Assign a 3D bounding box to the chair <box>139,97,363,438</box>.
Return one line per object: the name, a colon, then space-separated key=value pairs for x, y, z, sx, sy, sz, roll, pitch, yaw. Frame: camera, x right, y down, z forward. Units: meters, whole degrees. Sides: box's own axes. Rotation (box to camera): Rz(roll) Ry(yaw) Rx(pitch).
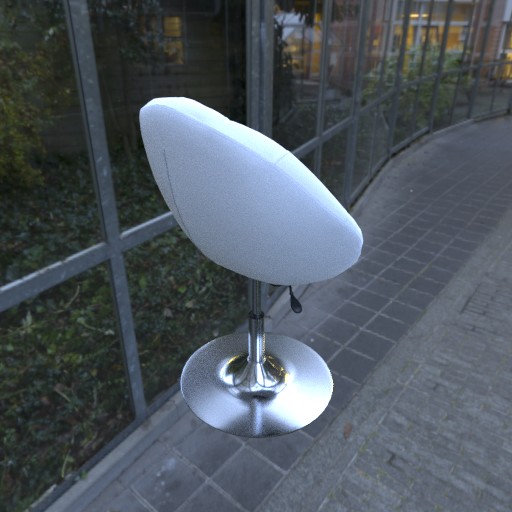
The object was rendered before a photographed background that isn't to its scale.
chair: x=0.000 y=0.000 z=1.803 sx=0.736 sy=1.261 sz=0.940 roll=-19 pitch=32 yaw=-33
